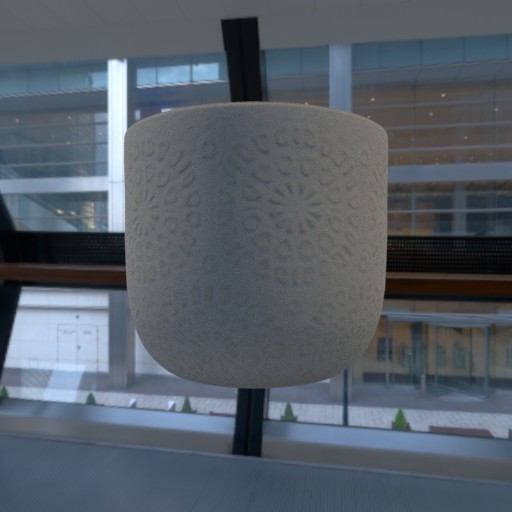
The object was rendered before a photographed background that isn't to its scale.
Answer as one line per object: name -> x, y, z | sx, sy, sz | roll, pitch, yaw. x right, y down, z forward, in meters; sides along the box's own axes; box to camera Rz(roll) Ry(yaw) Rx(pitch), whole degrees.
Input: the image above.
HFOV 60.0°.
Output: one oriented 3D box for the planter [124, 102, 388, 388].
planter -> 0.000, 0.000, 0.218 | 0.124, 0.109, 0.124 | 0, 0, 0
